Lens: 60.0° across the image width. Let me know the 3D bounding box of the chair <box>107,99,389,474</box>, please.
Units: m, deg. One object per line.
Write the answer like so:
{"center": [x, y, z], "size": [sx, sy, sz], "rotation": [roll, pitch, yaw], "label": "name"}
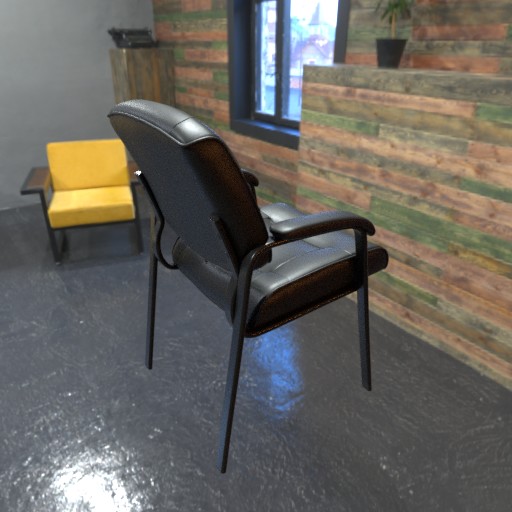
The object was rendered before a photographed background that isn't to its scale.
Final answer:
{"center": [0.000, 0.000, 1.317], "size": [0.668, 0.910, 0.591], "rotation": [-17, 30, -31], "label": "chair"}
